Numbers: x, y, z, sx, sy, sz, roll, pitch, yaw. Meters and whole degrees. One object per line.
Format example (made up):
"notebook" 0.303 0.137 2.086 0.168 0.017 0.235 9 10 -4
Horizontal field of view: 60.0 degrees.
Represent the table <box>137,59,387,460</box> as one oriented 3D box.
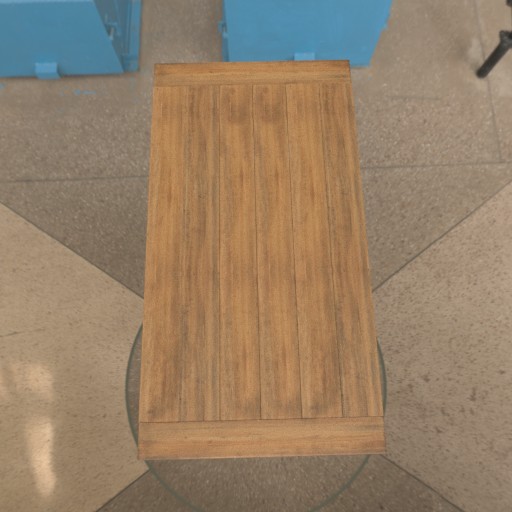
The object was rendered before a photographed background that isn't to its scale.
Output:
"table" 0.000 0.000 1.607 0.693 0.494 1.270 -1 74 0
